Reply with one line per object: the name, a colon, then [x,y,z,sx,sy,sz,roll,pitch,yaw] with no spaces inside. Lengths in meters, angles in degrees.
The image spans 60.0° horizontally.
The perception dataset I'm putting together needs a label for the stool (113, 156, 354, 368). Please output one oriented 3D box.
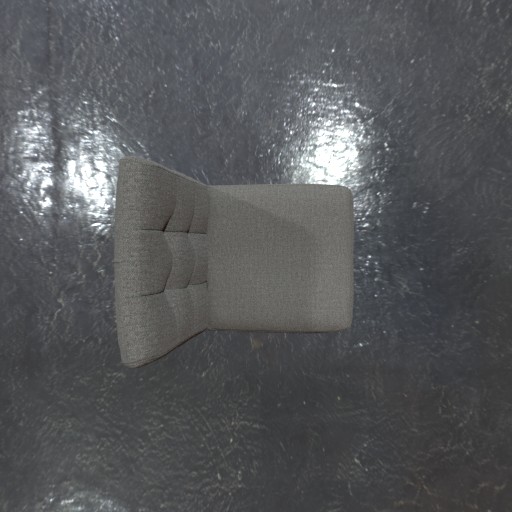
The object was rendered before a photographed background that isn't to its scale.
stool: [0.000,0.000,1.350,0.548,1.047,0.411,0,91,0]
